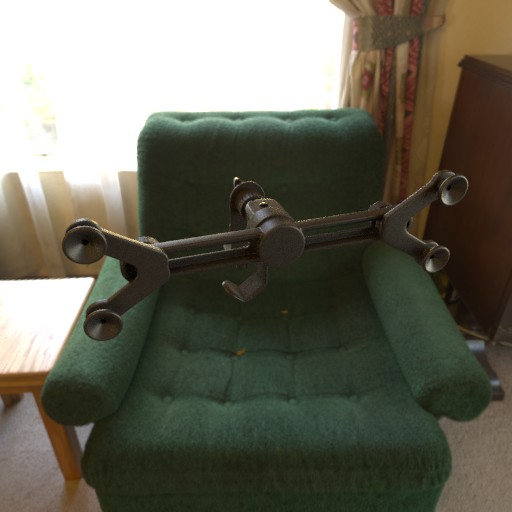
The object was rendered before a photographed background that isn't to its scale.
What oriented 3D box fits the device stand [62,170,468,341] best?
[{"bbox_3d":[0.000,0.000,0.373,0.270,0.166,0.142,-10,33,-16],"label":"device stand"}]
